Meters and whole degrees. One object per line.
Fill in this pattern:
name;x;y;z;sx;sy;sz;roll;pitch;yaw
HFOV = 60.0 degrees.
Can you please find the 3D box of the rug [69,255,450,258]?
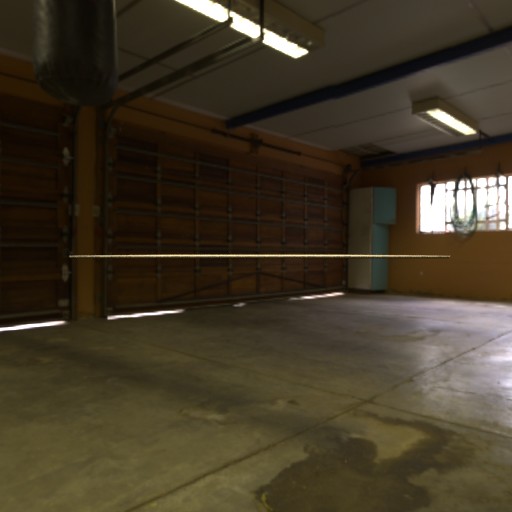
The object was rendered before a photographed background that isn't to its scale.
rug;0.000;0.000;2.330;1.219;0.008;1.829;0;0;-1
